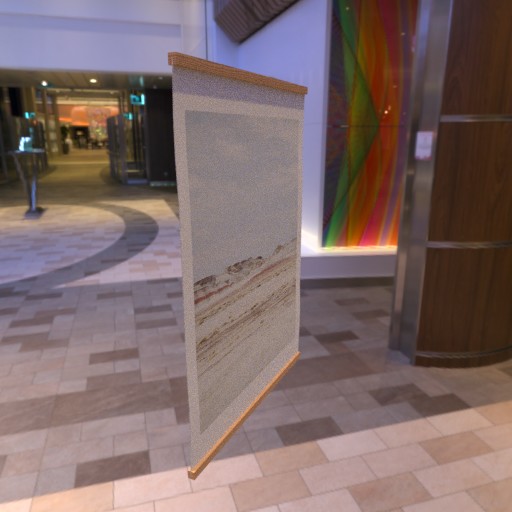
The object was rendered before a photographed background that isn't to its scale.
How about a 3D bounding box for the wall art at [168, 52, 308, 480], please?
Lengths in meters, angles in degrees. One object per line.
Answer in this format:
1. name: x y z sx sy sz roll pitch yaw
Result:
1. wall art: 0.000 0.000 1.330 0.020 1.016 0.739 8 17 26
